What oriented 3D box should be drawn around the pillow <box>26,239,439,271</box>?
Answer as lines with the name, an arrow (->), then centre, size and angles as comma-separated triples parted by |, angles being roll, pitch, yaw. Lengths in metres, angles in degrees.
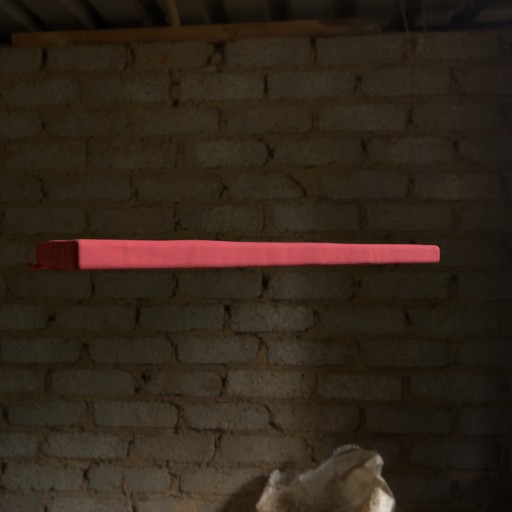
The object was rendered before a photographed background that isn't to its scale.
pillow -> 0.000, 0.000, 1.327 | 1.187, 0.081, 0.492 | 0, 0, -35
